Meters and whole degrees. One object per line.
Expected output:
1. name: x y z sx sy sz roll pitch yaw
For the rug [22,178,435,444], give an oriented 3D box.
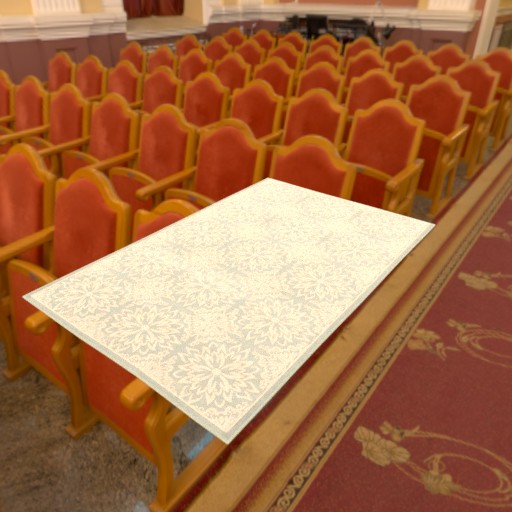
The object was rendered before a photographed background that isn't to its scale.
1. rug: 0.000 0.000 2.280 1.219 0.012 1.840 22 37 32
